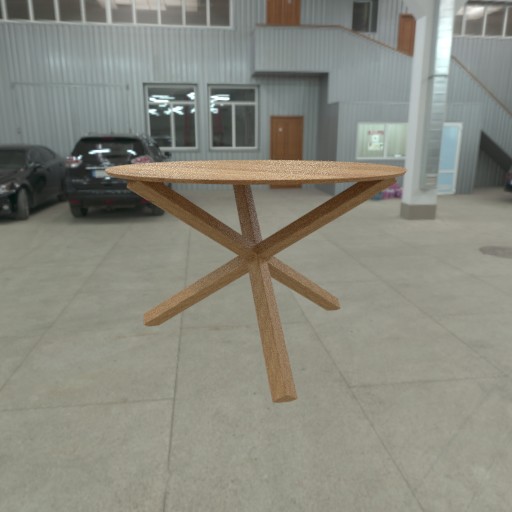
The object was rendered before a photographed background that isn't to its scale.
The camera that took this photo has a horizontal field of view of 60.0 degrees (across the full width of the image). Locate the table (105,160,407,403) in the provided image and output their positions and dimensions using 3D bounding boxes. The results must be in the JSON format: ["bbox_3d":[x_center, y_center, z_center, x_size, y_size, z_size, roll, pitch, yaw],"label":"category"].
[{"bbox_3d":[0.000,0.000,1.685,1.038,0.666,1.038,0,15,0],"label":"table"}]
